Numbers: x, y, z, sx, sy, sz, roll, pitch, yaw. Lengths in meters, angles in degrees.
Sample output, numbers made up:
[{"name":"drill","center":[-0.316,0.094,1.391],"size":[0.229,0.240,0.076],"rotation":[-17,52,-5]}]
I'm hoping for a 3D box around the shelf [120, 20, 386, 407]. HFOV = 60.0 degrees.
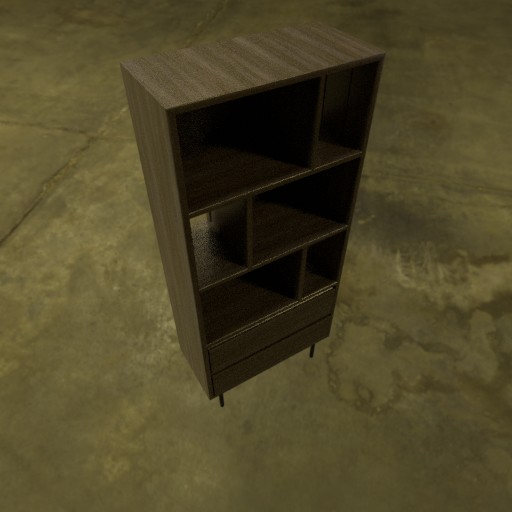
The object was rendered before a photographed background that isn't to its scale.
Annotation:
[{"name":"shelf","center":[0.000,0.000,1.767],"size":[0.670,1.545,0.323],"rotation":[-23,49,-22]}]
